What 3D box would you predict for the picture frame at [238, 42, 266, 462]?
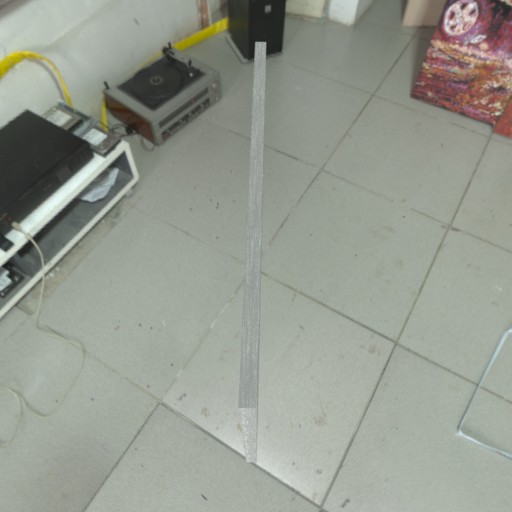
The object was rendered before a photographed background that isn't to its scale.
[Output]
[{"bbox_3d":[0.000,0.000,1.208,0.029,0.640,0.950,1,58,1],"label":"picture frame"}]
